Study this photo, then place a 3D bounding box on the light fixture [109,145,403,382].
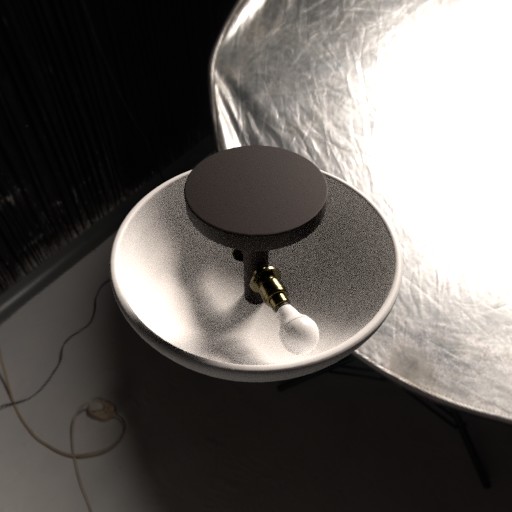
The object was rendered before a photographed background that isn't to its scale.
[{"bbox_3d":[0.000,0.000,0.527,0.331,0.212,0.331,0,47,0],"label":"light fixture"}]
